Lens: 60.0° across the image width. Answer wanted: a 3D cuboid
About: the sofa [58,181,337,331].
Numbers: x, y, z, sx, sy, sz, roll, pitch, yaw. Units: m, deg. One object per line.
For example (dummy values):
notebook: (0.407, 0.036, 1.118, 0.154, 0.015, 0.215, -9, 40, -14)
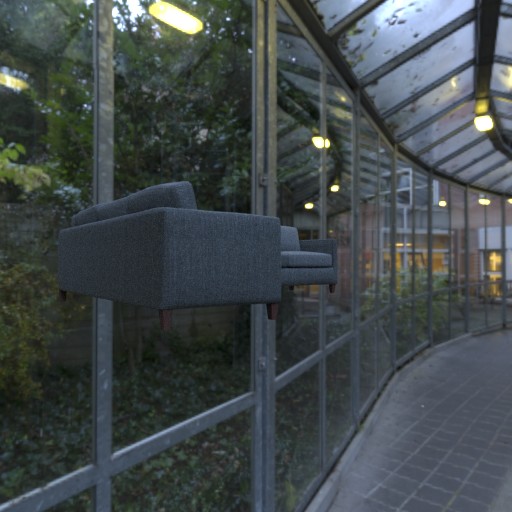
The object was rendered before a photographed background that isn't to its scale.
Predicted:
sofa: (0.000, 0.000, 4.595, 3.302, 0.947, 2.593, 1, -1, -37)
